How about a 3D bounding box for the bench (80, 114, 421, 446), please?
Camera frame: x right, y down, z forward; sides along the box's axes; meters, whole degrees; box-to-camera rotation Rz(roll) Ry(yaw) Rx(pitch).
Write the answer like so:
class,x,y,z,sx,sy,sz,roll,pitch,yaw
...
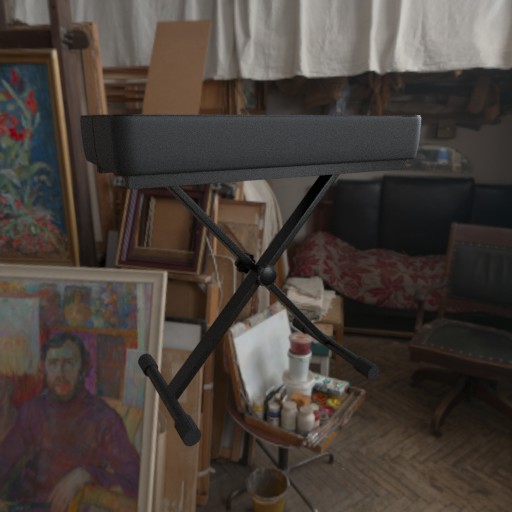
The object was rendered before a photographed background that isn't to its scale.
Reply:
class,x,y,z,sx,sy,sz,roll,pitch,yaw
bench,0.000,0.000,0.928,0.600,0.561,0.300,-9,20,-28
